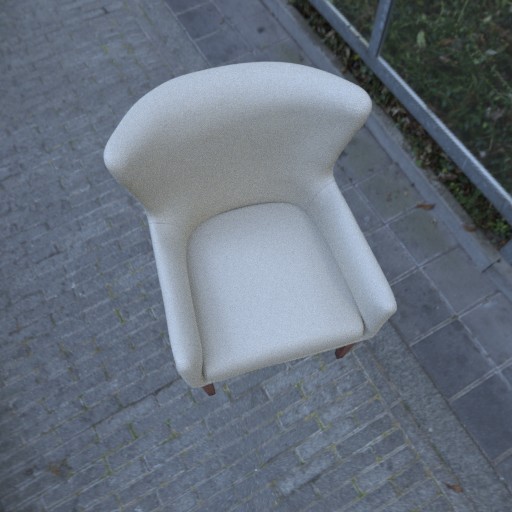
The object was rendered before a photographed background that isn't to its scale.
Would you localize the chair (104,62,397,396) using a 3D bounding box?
[{"bbox_3d":[0.000,0.000,1.419,0.660,0.952,0.686,-14,65,-7],"label":"chair"}]
